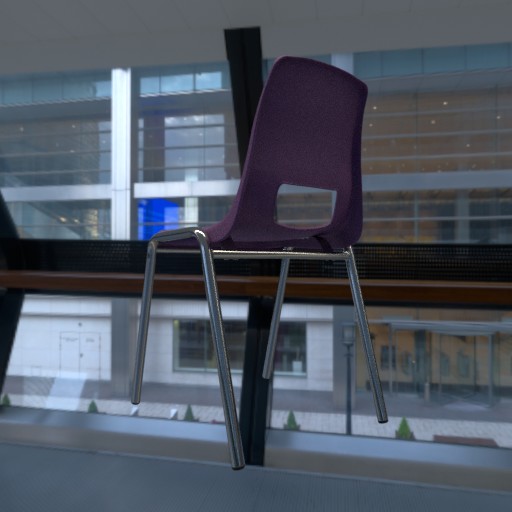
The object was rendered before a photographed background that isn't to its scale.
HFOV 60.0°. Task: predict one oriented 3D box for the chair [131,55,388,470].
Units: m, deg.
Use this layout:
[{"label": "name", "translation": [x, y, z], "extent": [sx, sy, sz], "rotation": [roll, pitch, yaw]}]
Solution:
[{"label": "chair", "translation": [0.000, 0.000, 0.924], "extent": [0.381, 0.654, 0.432], "rotation": [1, -1, -35]}]
